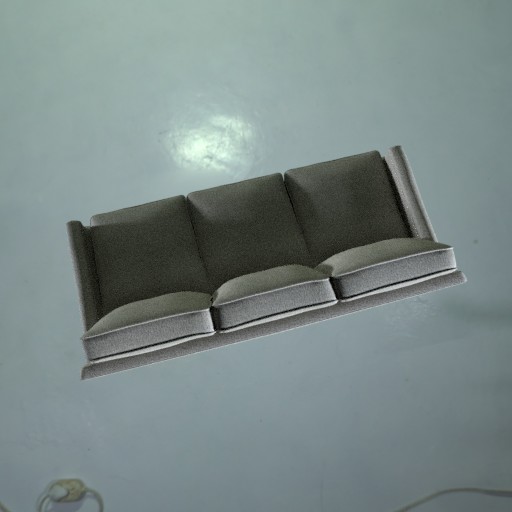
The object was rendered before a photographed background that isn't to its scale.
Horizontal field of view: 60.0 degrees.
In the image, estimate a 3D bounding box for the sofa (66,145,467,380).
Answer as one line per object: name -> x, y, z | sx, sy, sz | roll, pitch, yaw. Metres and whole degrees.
sofa -> 0.000, 0.000, 2.858 | 2.246, 1.003, 1.084 | -14, 75, -4
